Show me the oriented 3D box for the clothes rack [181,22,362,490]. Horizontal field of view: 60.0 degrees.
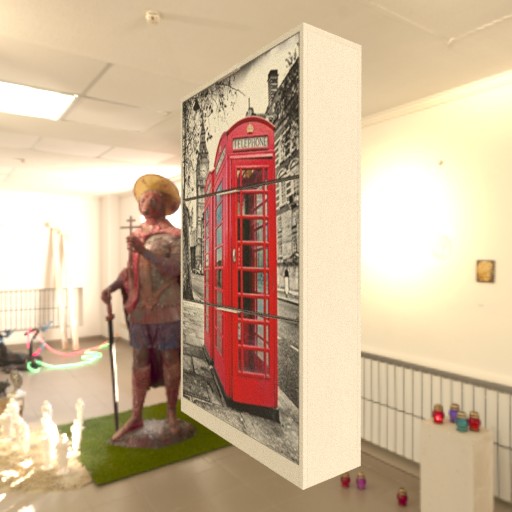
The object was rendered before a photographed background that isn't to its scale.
[{"bbox_3d":[0.000,0.000,1.581,0.250,1.280,0.750,0,1,-36],"label":"clothes rack"}]
